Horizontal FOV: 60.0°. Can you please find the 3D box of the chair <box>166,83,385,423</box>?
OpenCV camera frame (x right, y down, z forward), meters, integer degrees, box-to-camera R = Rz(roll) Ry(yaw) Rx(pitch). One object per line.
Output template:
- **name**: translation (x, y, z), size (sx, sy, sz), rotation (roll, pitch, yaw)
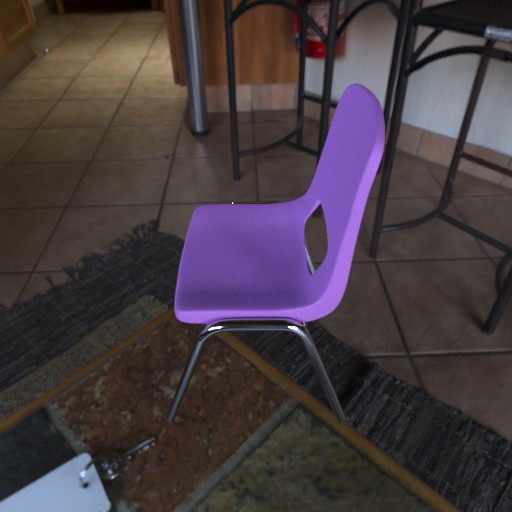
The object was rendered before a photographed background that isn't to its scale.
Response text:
- **chair**: translation (0.000, 0.000, 0.690), size (0.301, 0.493, 0.291), rotation (0, 41, 0)
